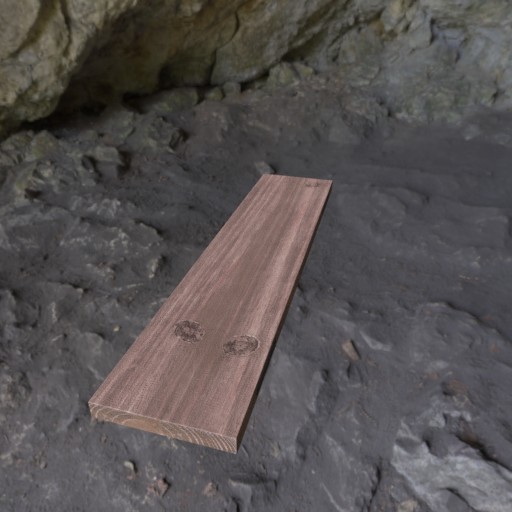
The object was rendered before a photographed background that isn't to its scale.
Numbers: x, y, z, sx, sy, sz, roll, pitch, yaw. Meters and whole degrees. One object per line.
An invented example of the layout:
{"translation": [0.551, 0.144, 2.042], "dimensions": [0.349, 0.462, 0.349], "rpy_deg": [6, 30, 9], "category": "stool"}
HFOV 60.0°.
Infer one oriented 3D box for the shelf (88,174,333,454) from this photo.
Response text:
{"translation": [0.000, 0.000, 0.637], "dimensions": [0.140, 0.020, 0.610], "rpy_deg": [8, 32, 14], "category": "shelf"}
